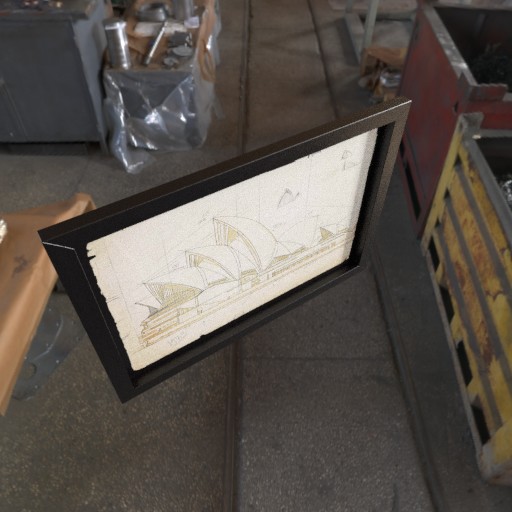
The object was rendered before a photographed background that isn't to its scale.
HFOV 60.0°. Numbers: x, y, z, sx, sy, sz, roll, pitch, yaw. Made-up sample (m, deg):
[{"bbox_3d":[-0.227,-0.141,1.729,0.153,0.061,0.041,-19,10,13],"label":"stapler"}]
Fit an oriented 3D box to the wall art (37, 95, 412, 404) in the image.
[{"bbox_3d":[0.000,0.000,0.850,0.657,0.458,0.027,-26,52,-22],"label":"wall art"}]
